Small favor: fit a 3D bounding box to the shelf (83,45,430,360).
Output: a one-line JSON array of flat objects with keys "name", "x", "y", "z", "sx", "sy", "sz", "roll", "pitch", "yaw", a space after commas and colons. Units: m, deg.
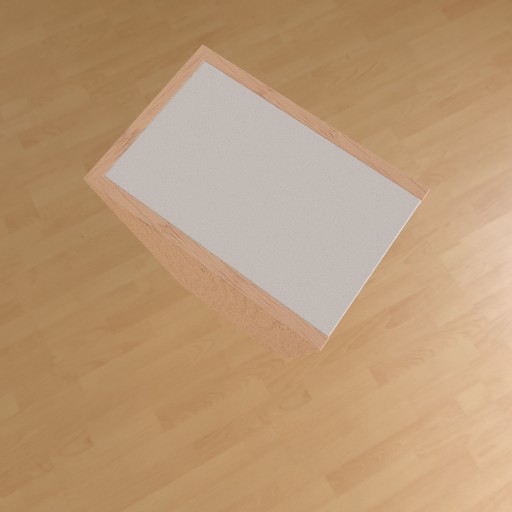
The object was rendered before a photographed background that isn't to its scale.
[{"name": "shelf", "x": 0.000, "y": 0.000, "z": 0.738, "sx": 0.290, "sy": 0.600, "sz": 0.200, "roll": 35, "pitch": 79, "yaw": 8}]
